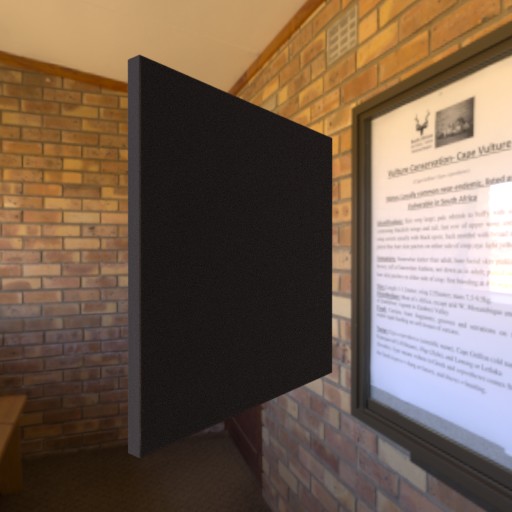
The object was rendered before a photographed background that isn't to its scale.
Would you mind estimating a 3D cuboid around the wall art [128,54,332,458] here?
[{"bbox_3d":[0.000,0.000,0.457,0.015,0.303,0.304,0,0,38],"label":"wall art"}]
